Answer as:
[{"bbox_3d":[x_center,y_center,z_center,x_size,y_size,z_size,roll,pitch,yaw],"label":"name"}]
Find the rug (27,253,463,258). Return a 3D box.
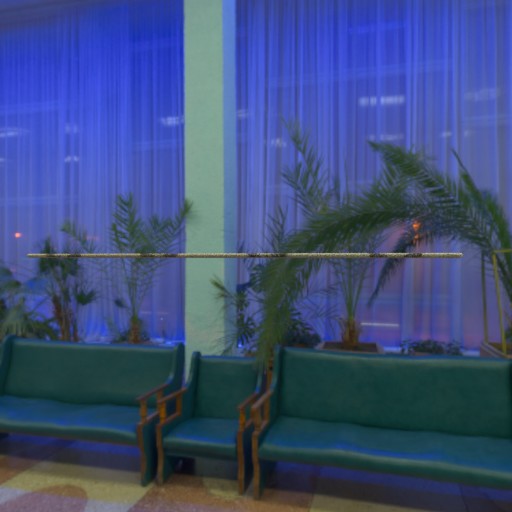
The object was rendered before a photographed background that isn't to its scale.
[{"bbox_3d":[0.000,0.000,3.441,2.701,0.026,1.801,0,0,17],"label":"rug"}]
